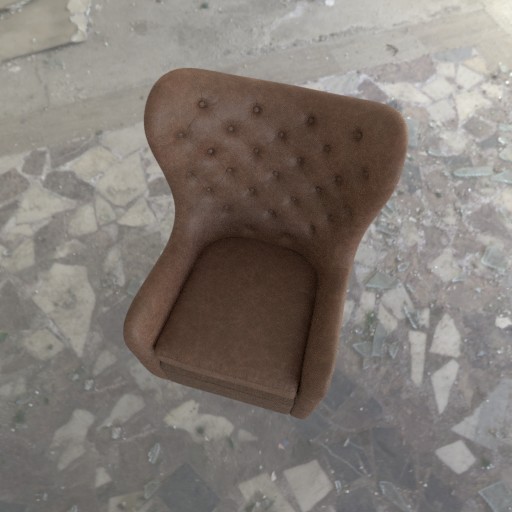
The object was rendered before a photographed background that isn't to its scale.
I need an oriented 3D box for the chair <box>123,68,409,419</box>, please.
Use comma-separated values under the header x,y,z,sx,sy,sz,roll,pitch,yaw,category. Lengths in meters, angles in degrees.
x,y,z,sx,sy,sz,roll,pitch,yaw,category
0.000,0.000,1.727,0.831,1.079,0.930,14,62,8,chair
